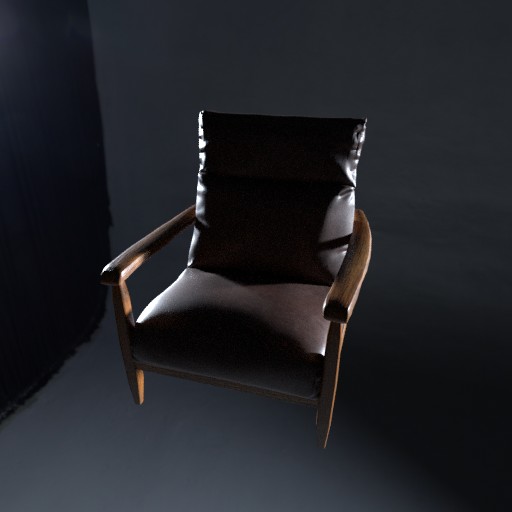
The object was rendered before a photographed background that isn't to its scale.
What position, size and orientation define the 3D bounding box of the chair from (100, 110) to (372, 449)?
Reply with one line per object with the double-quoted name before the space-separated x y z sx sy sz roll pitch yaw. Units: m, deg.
"chair" 0.000 0.000 1.576 0.782 0.897 0.830 8 27 15
